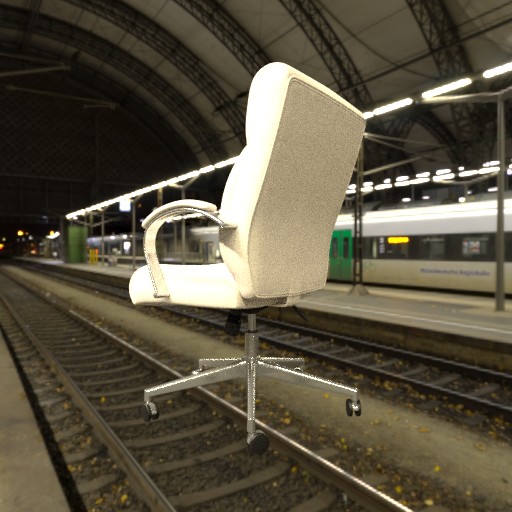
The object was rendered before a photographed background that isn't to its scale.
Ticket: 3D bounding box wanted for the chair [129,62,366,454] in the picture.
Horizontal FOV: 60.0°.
[{"bbox_3d":[0.000,0.000,1.635,0.745,1.099,0.727,1,1,36],"label":"chair"}]
